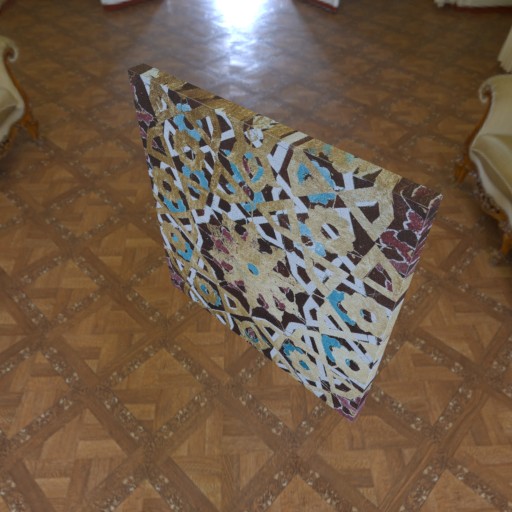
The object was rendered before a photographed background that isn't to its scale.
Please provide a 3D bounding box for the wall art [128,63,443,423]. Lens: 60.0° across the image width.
[{"bbox_3d":[0.000,0.000,0.916,0.609,0.613,0.041,33,54,28],"label":"wall art"}]
